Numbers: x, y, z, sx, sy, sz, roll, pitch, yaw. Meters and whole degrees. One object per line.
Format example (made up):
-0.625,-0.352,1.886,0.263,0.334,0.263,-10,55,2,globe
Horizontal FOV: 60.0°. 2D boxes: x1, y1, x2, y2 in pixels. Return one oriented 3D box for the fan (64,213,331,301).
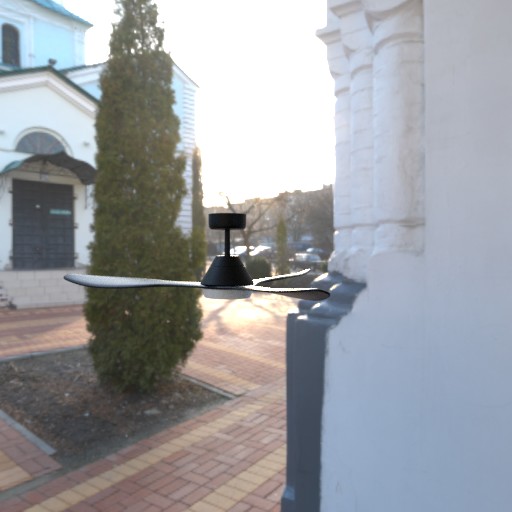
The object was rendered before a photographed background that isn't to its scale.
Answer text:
0.000,0.000,1.593,1.067,0.305,1.067,-1,1,-36,fan
